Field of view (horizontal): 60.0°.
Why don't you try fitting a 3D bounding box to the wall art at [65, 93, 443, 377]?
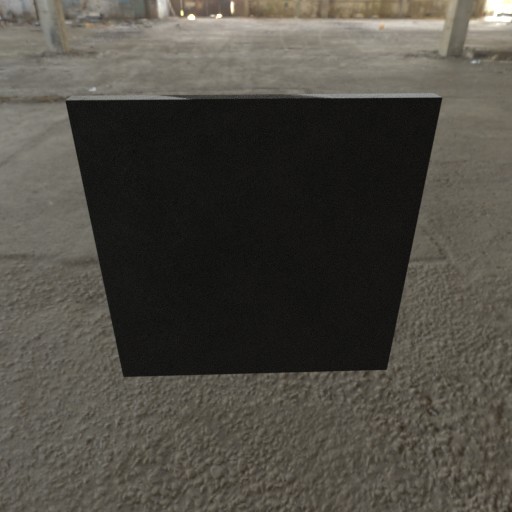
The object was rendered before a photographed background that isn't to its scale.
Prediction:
[{"bbox_3d":[0.000,0.000,1.110,0.765,0.765,0.046,-1,30,-2],"label":"wall art"}]
